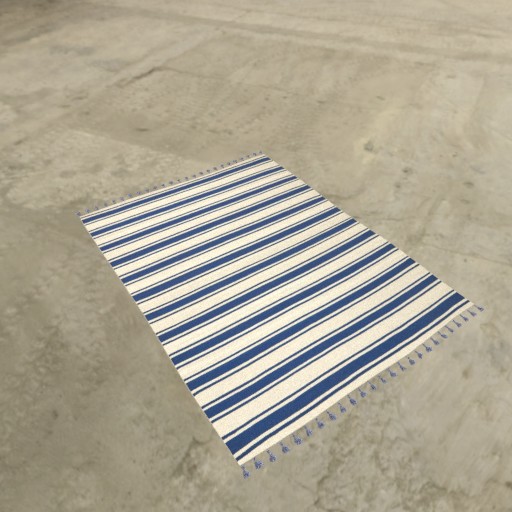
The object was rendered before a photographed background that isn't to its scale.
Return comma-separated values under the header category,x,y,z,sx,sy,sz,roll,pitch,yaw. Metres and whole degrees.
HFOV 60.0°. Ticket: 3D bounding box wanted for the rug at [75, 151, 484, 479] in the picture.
category,x,y,z,sx,sy,sz,roll,pitch,yaw
rug,0.000,0.000,4.312,2.471,0.016,3.416,-24,47,-25
